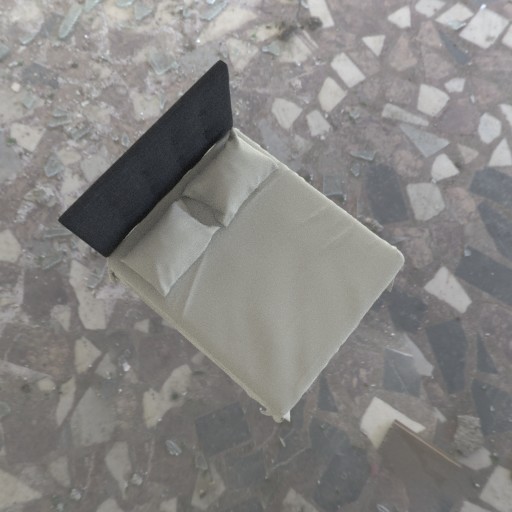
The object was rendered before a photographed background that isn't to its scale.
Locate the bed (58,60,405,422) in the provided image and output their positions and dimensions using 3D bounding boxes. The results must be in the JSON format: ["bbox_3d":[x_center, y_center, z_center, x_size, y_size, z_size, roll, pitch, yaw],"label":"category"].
[{"bbox_3d":[0.000,0.000,3.642,2.222,1.577,1.936,39,79,9],"label":"bed"}]
